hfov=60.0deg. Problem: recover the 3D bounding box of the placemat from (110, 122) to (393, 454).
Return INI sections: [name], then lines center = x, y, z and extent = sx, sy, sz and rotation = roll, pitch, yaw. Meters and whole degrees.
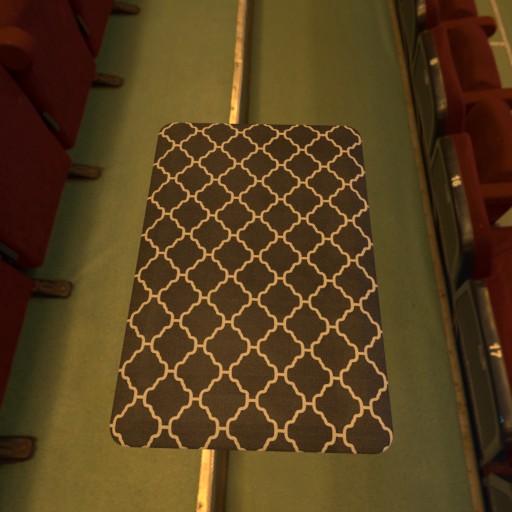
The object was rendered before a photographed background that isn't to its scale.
[placemat]
center = 0.000, 0.000, 0.946
extent = 0.508, 0.021, 0.762
rotation = 1, 63, 1
